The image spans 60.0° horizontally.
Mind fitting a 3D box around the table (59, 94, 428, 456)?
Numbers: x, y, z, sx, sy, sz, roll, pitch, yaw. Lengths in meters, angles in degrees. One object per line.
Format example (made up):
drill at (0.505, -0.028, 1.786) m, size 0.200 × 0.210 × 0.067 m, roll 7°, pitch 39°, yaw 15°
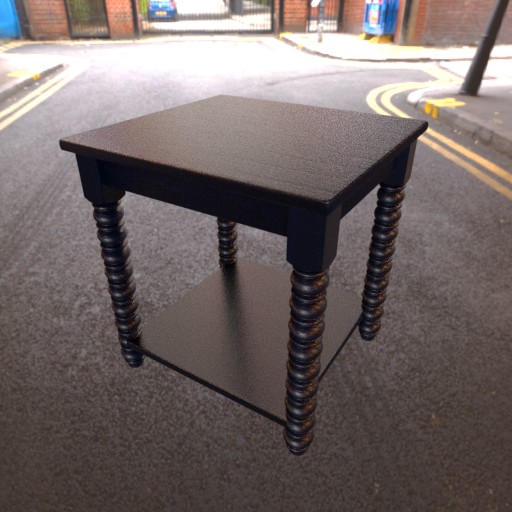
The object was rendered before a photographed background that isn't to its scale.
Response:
table at (0.000, 0.000, 0.997) m, size 0.533 × 0.567 × 0.500 m, roll 18°, pitch 35°, yaw 27°
